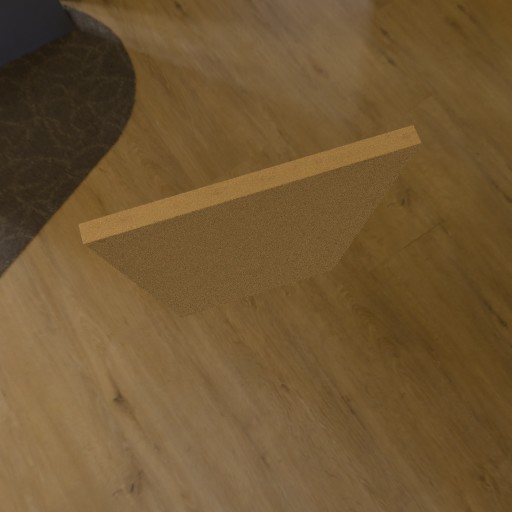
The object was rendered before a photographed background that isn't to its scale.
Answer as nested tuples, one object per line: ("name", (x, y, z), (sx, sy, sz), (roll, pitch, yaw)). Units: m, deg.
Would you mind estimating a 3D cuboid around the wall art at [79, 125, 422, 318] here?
("wall art", (0.000, 0.000, 1.028), (0.510, 0.810, 0.039), (-17, 76, -4))
